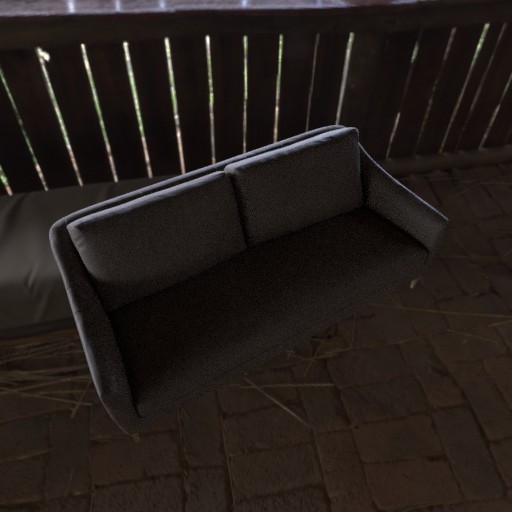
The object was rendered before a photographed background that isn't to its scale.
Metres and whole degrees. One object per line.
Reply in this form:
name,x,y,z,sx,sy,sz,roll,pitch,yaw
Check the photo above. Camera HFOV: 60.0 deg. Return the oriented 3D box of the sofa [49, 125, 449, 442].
sofa,0.000,0.000,2.508,2.036,0.902,0.960,-24,51,-21
